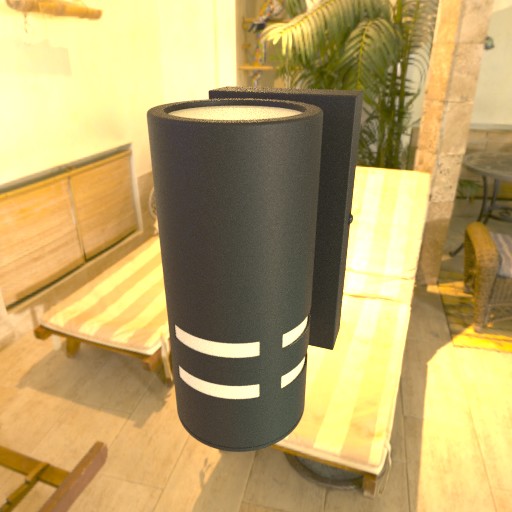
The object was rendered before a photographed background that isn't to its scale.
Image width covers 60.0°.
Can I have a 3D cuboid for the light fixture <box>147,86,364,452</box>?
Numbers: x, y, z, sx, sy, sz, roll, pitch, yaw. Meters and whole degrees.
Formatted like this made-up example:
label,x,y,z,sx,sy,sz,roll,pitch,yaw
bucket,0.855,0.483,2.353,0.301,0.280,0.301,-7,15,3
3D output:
label,x,y,z,sx,sy,sz,roll,pitch,yaw
light fixture,0.000,0.000,0.268,0.098,0.179,0.138,9,27,17
